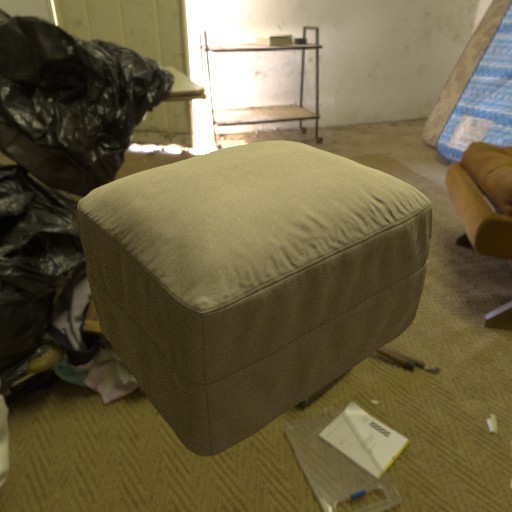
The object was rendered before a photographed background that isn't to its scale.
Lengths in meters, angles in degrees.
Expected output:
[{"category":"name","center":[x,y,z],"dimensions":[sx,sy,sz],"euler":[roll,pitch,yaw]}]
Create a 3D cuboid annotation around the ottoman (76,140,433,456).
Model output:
[{"category":"ottoman","center":[0.000,0.000,1.094],"dimensions":[0.712,0.480,0.584],"euler":[-21,35,-33]}]
